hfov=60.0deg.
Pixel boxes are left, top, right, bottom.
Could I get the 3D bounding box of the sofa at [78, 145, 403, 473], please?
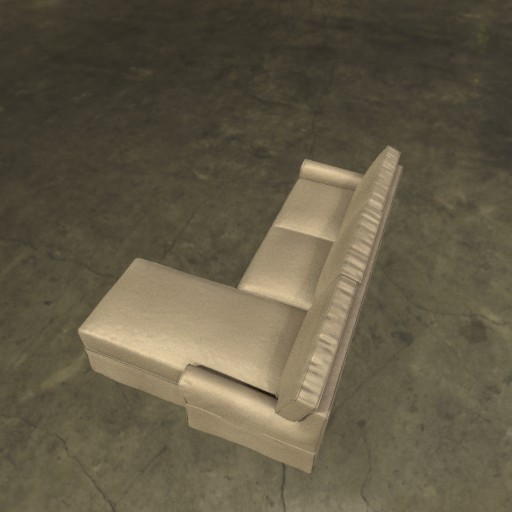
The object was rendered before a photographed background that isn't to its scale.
[{"bbox_3d":[0.000,0.000,3.416,1.733,0.978,2.475,16,49,15],"label":"sofa"}]
